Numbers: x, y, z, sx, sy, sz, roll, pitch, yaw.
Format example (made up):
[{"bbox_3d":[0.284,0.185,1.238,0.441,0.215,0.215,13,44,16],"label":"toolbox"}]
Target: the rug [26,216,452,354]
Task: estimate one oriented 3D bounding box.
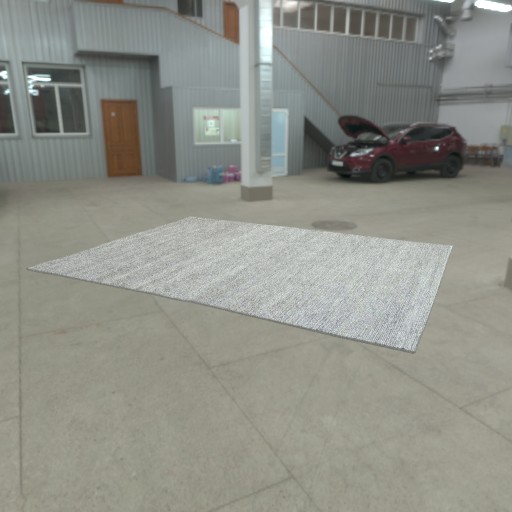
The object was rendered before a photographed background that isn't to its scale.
[{"bbox_3d":[0.000,0.000,4.118,3.202,0.045,2.434,8,19,26],"label":"rug"}]
